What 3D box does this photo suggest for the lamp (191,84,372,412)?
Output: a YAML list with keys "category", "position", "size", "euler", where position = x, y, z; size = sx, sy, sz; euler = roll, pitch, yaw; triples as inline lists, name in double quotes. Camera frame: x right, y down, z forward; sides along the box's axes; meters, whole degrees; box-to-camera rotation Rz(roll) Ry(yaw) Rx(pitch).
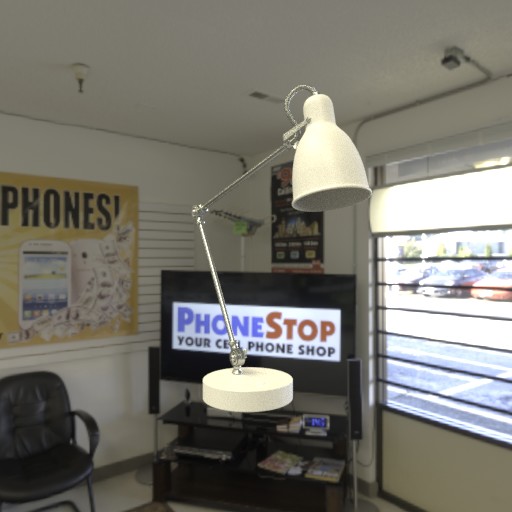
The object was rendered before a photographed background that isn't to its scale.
- category: "lamp"
  position: [0.000, 0.000, 0.901]
  size: [0.187, 0.587, 0.561]
  euler: [0, -1, -35]
